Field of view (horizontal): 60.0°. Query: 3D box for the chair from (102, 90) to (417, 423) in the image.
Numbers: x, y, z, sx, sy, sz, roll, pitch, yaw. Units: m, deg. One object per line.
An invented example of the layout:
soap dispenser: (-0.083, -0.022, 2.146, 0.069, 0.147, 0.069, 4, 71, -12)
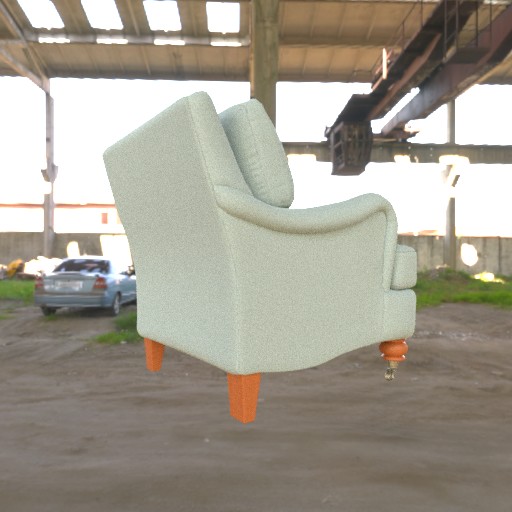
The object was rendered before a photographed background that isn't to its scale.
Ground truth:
chair: (0.000, 0.000, 1.903, 1.070, 1.038, 0.955, 0, 0, -35)
